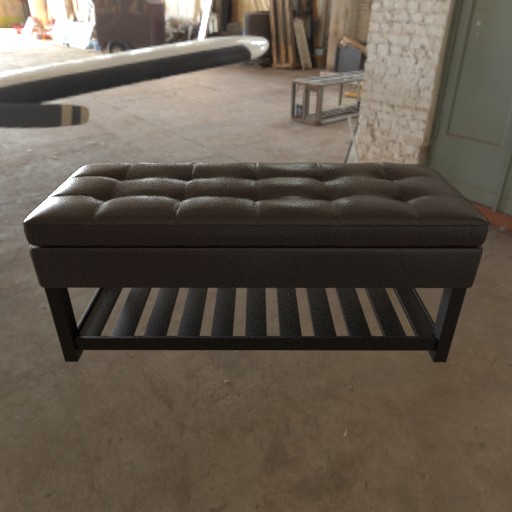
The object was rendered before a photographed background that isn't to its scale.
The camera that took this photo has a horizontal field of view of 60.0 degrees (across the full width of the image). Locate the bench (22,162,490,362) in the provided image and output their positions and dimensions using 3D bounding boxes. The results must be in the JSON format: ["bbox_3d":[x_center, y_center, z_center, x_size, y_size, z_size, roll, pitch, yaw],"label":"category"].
[{"bbox_3d":[0.000,0.000,1.312,1.105,0.460,0.432,0,30,0],"label":"bench"}]
